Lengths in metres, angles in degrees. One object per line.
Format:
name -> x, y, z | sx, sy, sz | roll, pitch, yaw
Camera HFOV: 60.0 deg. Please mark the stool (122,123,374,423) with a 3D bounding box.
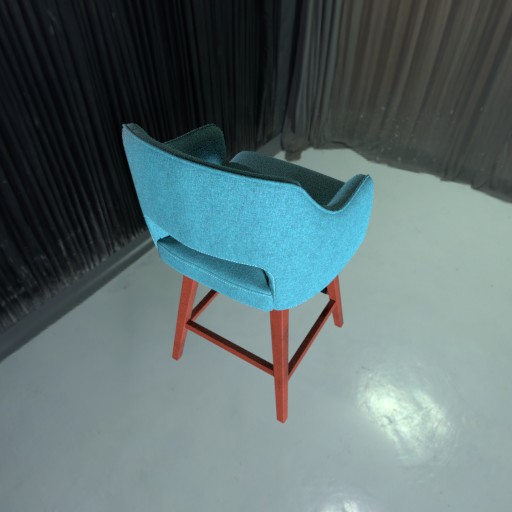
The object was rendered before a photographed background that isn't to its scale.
stool -> 0.000, 0.000, 1.328 | 0.548, 0.961, 0.556 | 24, 50, 22
